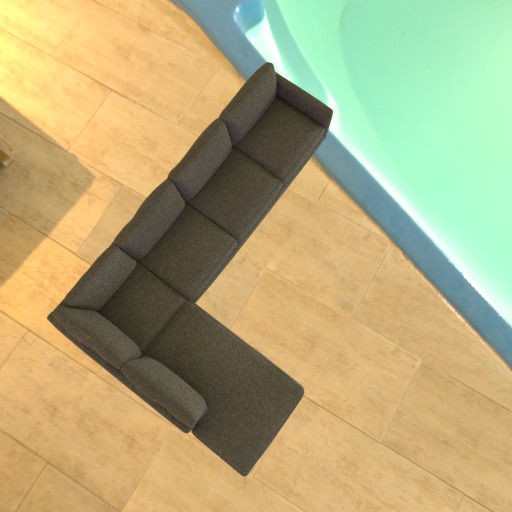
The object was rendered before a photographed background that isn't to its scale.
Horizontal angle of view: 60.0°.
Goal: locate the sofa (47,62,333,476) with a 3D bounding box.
[{"bbox_3d":[0.000,0.000,3.823,2.007,0.815,2.949,36,79,8],"label":"sofa"}]
